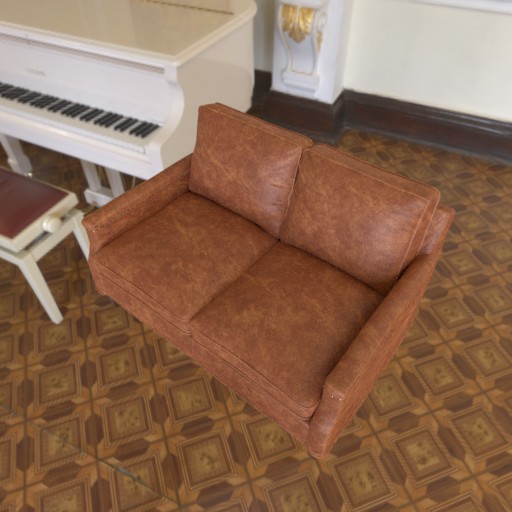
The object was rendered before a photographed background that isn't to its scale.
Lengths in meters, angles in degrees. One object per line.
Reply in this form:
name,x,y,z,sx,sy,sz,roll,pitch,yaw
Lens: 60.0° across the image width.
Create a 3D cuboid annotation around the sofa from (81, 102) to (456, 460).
sofa,0.000,0.000,2.311,1.597,1.003,1.084,30,53,26
